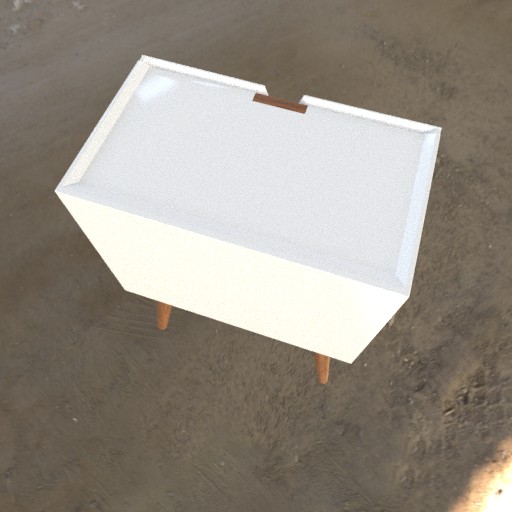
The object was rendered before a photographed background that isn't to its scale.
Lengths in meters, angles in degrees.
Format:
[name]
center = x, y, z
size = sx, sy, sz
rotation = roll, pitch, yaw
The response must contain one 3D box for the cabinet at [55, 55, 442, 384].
[cabinet]
center = 0.000, 0.000, 1.110
size = 0.591, 0.772, 0.344
rotation = 17, 65, 8
